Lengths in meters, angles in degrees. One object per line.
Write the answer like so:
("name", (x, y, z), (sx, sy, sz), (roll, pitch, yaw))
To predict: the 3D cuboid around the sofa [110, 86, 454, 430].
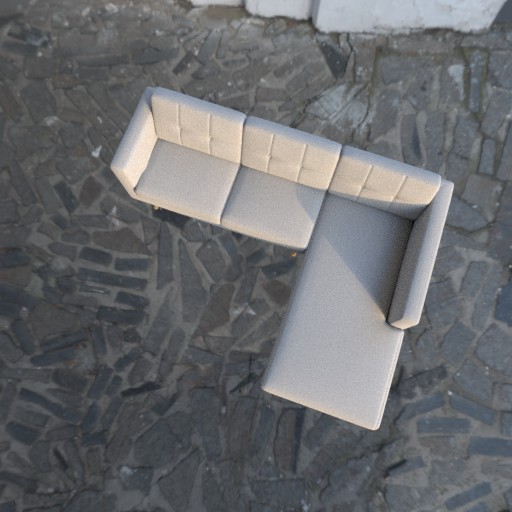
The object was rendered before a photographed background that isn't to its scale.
("sofa", (0.000, 0.000, 2.838), (2.040, 0.860, 1.530), (19, 77, 5))
